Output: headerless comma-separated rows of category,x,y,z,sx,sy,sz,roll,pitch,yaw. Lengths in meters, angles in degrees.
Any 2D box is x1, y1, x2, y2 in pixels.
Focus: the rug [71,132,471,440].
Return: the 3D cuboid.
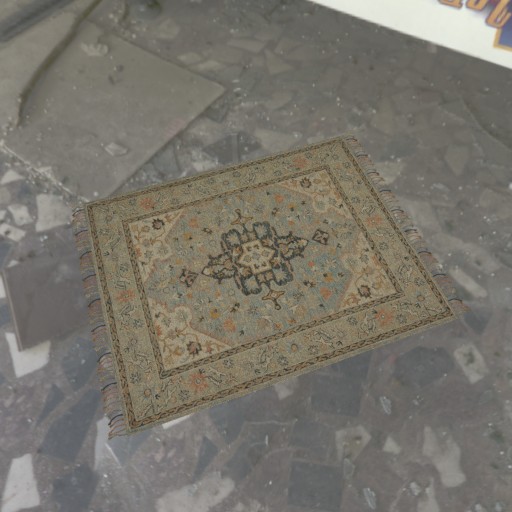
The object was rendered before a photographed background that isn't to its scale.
rug,0.000,0.000,3.487,2.651,0.010,1.971,-17,60,-10
